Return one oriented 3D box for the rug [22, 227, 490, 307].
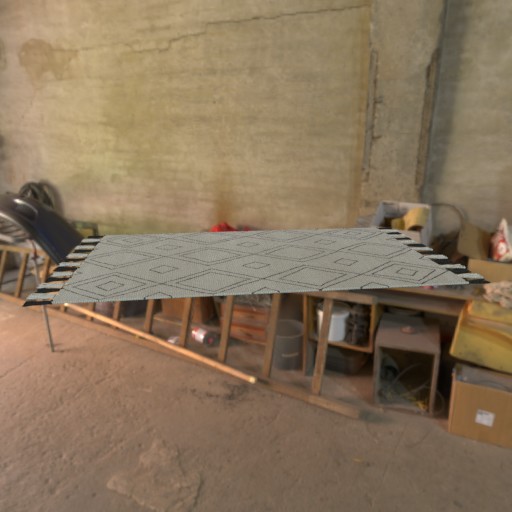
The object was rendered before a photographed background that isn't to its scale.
[{"bbox_3d":[0.000,0.000,3.250,2.755,0.021,1.524,-2,17,-7],"label":"rug"}]
